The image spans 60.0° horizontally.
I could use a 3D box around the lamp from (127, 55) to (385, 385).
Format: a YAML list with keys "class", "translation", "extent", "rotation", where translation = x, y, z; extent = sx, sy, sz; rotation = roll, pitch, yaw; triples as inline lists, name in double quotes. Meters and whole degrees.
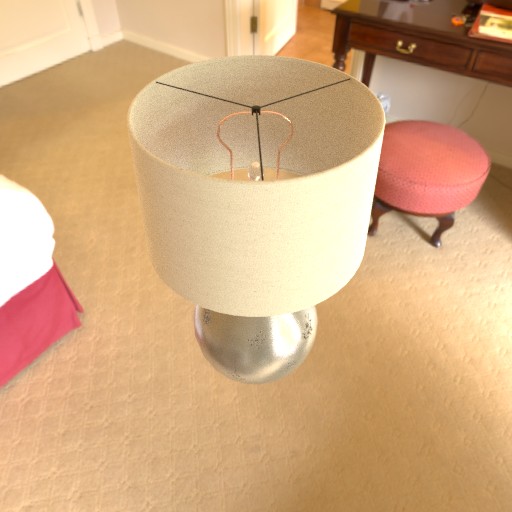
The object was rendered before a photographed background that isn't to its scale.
- class: "lamp"
  translation: [0.000, 0.000, 0.722]
  extent: [0.330, 0.521, 0.330]
  rotation: [0, 46, 0]
